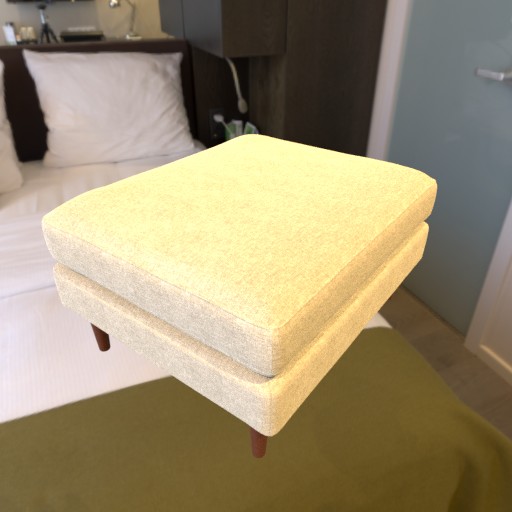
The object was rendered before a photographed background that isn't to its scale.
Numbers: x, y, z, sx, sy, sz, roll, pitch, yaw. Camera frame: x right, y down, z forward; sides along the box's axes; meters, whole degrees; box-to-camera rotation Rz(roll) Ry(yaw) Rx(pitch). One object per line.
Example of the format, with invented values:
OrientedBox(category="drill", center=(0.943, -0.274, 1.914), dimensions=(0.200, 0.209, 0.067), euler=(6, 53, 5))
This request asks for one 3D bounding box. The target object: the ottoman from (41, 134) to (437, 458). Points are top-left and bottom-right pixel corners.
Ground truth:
OrientedBox(category="ottoman", center=(0.000, 0.000, 1.231), dimensions=(0.693, 0.474, 0.821), euler=(22, 38, 31))
